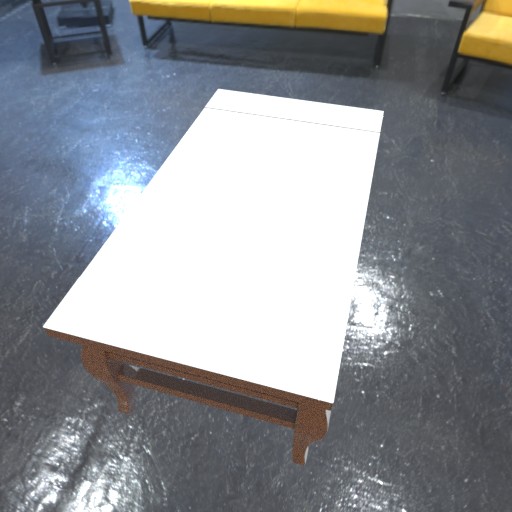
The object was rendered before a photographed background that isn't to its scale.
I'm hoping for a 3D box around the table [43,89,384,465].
[{"bbox_3d":[0.000,0.000,1.361,0.600,0.495,1.062,12,48,11],"label":"table"}]
